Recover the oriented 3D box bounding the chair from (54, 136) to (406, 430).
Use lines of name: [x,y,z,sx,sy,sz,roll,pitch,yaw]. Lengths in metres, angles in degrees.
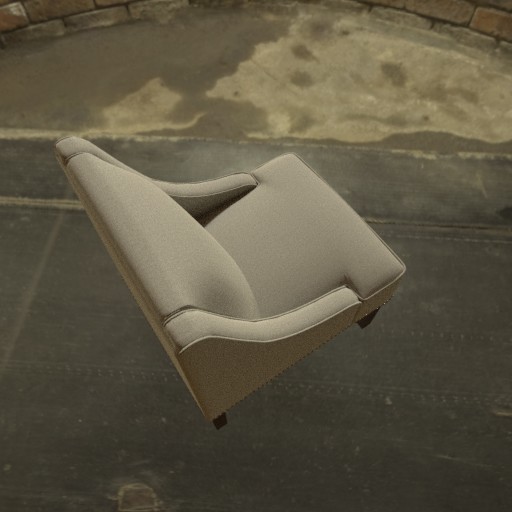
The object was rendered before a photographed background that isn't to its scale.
chair: [0.000,0.000,1.352,0.737,0.864,0.610,-30,64,-17]
